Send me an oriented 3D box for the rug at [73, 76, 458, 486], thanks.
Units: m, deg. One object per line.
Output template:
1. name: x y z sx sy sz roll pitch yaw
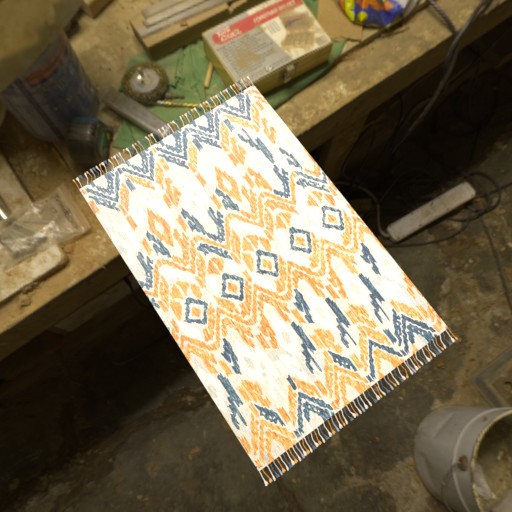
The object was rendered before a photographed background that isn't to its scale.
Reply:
1. rug: 0.000 0.000 3.026 1.533 0.010 2.428 -34 78 -9
